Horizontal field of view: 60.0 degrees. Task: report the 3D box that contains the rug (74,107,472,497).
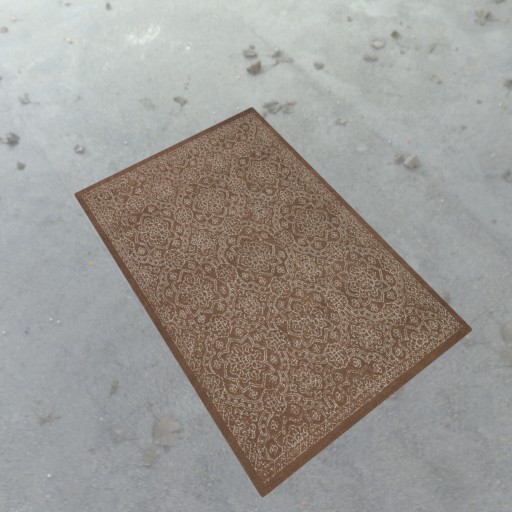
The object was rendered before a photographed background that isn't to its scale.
[{"bbox_3d":[0.000,0.000,2.288,1.219,0.010,1.829,-31,65,-17],"label":"rug"}]
